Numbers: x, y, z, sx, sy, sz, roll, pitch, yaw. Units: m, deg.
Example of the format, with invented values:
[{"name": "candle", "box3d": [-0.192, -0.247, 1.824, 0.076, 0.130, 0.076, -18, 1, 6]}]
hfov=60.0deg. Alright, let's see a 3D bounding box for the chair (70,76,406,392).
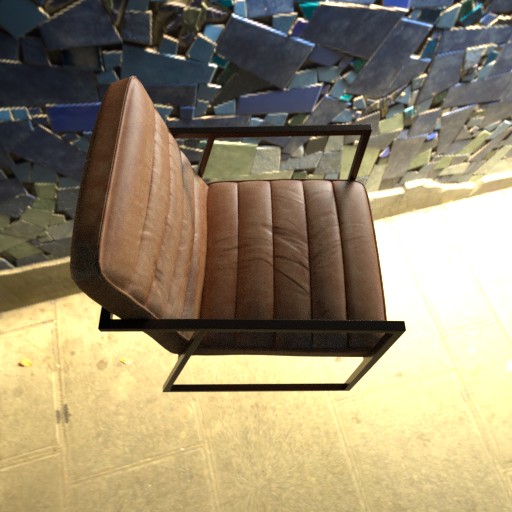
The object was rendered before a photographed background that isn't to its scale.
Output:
[{"name": "chair", "box3d": [0.000, 0.000, 1.215, 0.677, 0.832, 0.571, 0, 62, 0]}]
